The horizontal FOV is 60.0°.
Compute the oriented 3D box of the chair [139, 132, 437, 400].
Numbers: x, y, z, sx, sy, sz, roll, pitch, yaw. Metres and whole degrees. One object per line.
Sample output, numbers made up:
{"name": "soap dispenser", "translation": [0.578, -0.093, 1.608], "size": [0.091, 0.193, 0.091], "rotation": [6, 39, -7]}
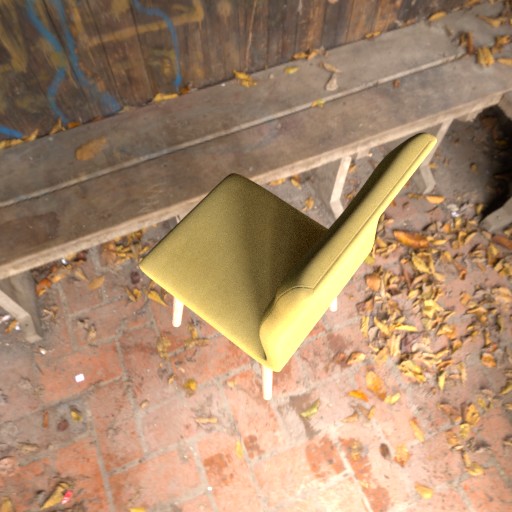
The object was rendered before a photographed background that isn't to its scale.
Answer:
{"name": "chair", "translation": [0.000, 0.000, 1.268], "size": [0.550, 0.965, 0.450], "rotation": [35, 67, 17]}
